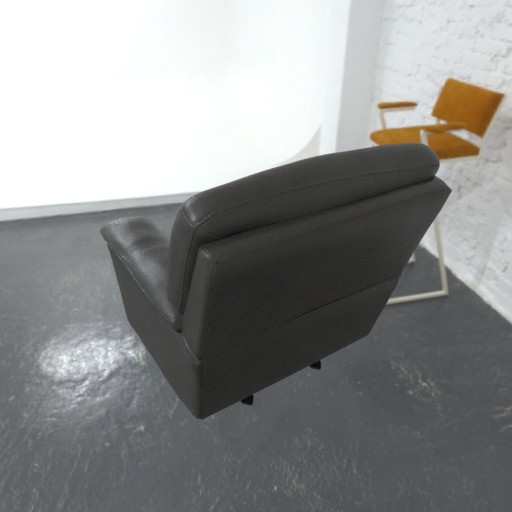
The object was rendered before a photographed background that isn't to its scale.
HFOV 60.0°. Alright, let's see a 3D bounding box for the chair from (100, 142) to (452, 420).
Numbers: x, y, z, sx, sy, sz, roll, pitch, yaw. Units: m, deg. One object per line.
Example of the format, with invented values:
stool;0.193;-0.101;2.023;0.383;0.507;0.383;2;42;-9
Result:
chair;0.000;0.000;1.955;1.096;1.109;1.087;-18;35;-29
